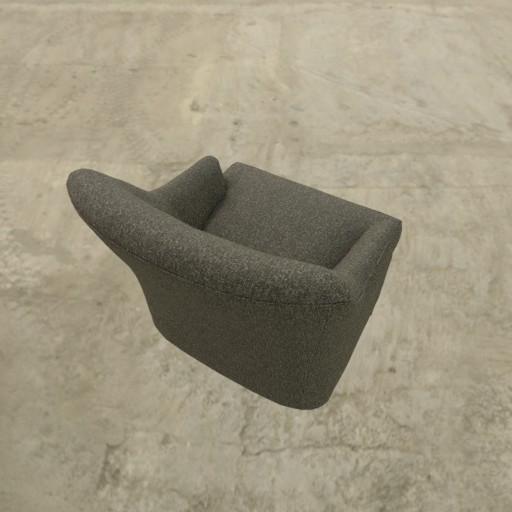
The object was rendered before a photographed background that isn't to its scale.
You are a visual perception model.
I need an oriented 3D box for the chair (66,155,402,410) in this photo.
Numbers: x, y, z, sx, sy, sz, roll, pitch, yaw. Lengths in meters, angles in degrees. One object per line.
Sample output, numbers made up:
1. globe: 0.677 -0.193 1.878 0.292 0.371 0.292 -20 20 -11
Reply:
1. chair: 0.000 0.000 1.551 0.864 0.856 0.923 24 50 22
